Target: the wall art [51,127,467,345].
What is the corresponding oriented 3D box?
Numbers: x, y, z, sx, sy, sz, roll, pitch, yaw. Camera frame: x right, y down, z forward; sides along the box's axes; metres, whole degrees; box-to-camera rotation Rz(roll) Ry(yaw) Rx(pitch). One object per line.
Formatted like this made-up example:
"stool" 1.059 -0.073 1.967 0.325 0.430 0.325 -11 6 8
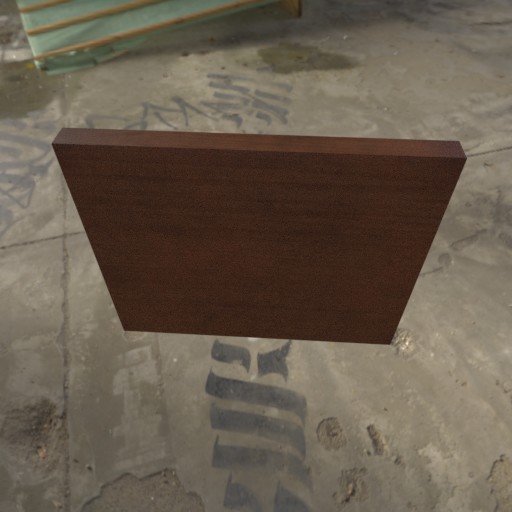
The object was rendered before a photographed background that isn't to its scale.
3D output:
"wall art" 0.000 0.000 0.556 0.401 0.328 0.030 3 47 2
